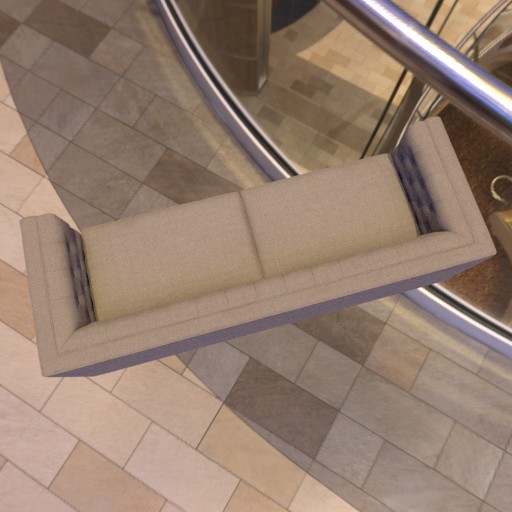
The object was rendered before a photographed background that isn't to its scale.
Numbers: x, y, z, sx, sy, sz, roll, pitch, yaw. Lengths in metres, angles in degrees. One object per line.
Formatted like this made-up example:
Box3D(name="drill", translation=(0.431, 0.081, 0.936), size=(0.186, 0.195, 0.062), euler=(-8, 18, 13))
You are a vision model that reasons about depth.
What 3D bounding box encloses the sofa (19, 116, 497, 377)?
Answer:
Box3D(name="sofa", translation=(0.000, 0.000, 2.472), size=(2.159, 0.762, 0.775), euler=(-15, 76, -4))
